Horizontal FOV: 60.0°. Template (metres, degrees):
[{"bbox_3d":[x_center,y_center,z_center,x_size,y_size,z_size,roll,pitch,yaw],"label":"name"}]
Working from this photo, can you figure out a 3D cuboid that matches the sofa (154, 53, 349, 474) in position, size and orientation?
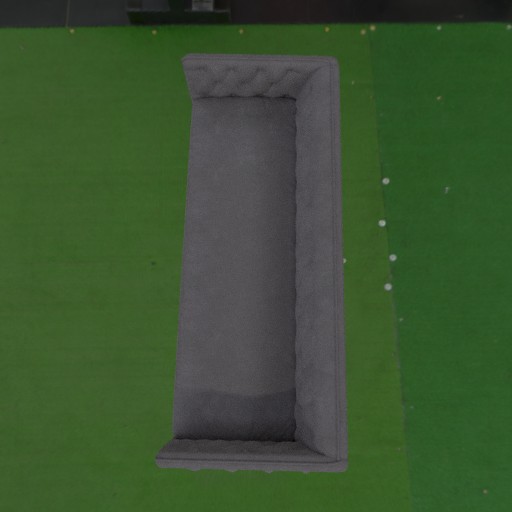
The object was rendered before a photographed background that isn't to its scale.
[{"bbox_3d":[0.000,0.000,2.606,0.895,0.771,2.209,1,77,0],"label":"sofa"}]
